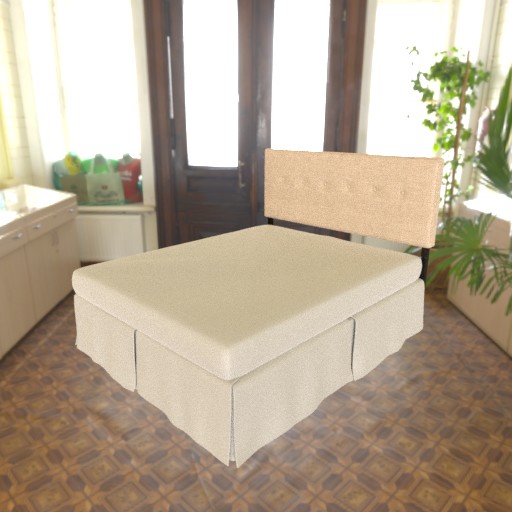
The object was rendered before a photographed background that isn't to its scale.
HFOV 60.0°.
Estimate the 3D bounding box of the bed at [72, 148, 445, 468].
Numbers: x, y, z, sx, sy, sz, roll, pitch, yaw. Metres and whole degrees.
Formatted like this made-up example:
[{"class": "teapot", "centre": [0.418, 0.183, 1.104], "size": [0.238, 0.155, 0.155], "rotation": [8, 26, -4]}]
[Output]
[{"class": "bed", "centre": [0.000, 0.000, 2.978], "size": [1.643, 1.270, 1.978], "rotation": [16, 23, 42]}]
